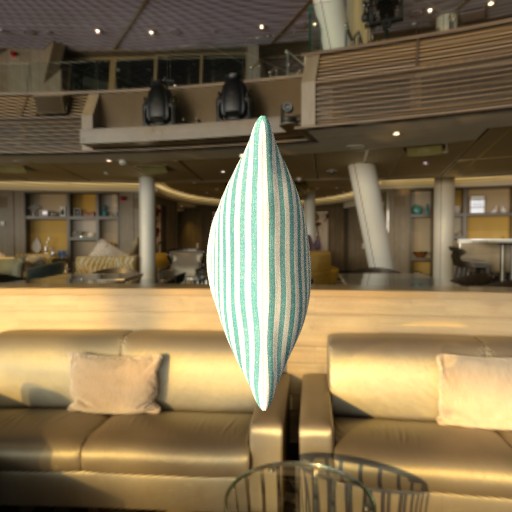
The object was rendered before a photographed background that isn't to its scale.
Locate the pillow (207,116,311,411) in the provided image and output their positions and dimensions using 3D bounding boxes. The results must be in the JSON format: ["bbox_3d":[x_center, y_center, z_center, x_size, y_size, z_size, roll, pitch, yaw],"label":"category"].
[{"bbox_3d":[0.000,0.000,0.741,0.151,0.295,0.617,0,2,-1],"label":"pillow"}]
